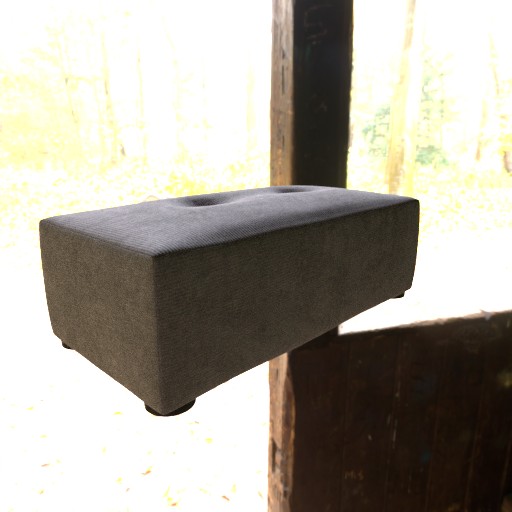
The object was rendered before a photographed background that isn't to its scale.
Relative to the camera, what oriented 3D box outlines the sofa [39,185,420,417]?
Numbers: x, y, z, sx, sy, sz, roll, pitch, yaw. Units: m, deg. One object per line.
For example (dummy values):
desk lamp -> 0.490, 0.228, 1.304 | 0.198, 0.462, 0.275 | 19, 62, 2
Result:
sofa -> 0.000, 0.000, 1.165 | 0.480, 0.330, 0.930 | 14, 21, 43
